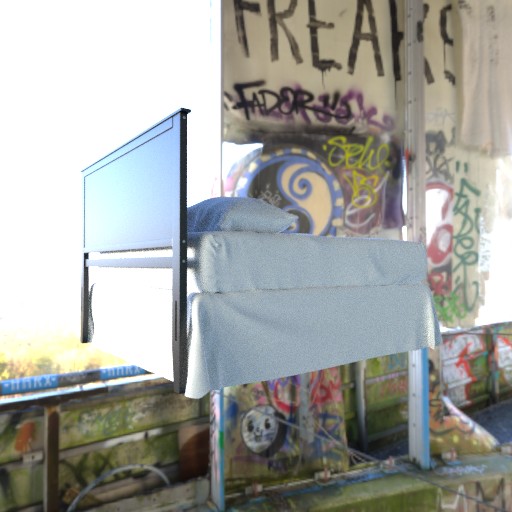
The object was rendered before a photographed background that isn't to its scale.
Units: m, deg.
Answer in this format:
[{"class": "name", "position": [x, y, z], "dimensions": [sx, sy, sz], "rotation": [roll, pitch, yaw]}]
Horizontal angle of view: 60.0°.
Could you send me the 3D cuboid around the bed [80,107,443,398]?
[{"class": "bed", "position": [0.000, 0.000, 3.205], "dimensions": [2.050, 1.270, 1.870], "rotation": [1, -1, -36]}]
